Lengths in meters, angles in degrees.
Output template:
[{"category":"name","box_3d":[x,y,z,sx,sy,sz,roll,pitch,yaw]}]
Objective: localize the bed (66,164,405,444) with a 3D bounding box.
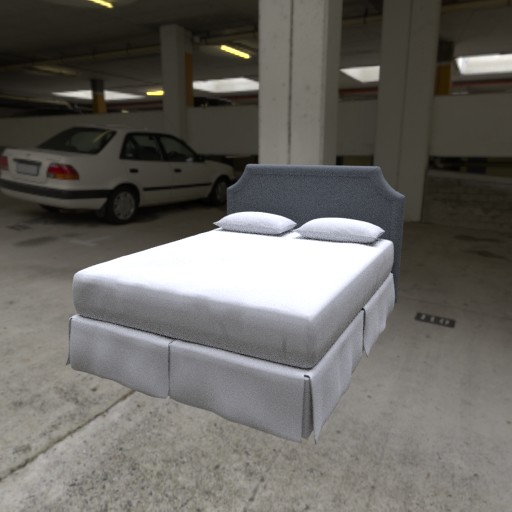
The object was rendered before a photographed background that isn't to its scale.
[{"category":"bed","box_3d":[0.000,0.000,3.409,1.811,1.296,2.259,7,15,27]}]
